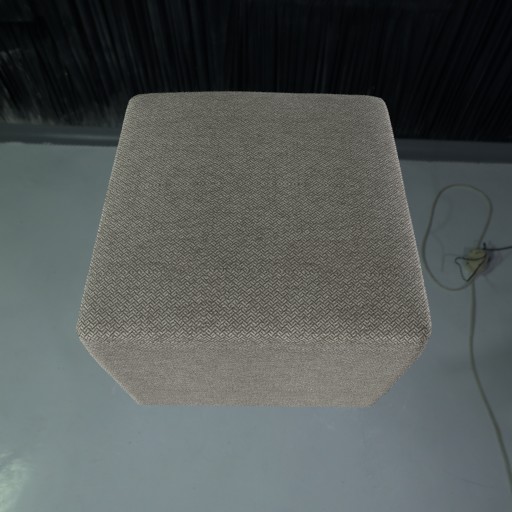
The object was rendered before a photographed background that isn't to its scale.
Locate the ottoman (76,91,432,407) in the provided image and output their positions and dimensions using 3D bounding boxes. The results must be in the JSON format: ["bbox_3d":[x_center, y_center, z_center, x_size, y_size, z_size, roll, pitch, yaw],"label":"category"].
[{"bbox_3d":[0.000,0.000,0.903,0.512,0.453,0.519,0,59,0],"label":"ottoman"}]
